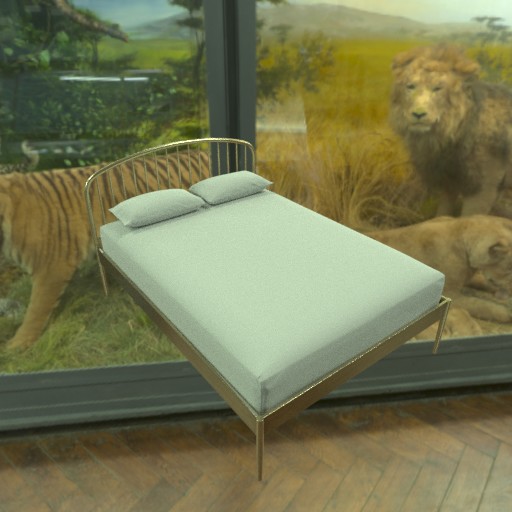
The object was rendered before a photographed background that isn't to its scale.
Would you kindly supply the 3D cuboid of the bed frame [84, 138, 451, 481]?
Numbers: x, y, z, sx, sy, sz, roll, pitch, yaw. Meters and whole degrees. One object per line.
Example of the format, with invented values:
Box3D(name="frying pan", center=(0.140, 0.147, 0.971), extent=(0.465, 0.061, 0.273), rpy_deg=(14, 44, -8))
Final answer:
Box3D(name="bed frame", center=(0.000, 0.000, 3.172), extent=(1.612, 1.175, 2.152), rpy_deg=(-21, 36, -32))
